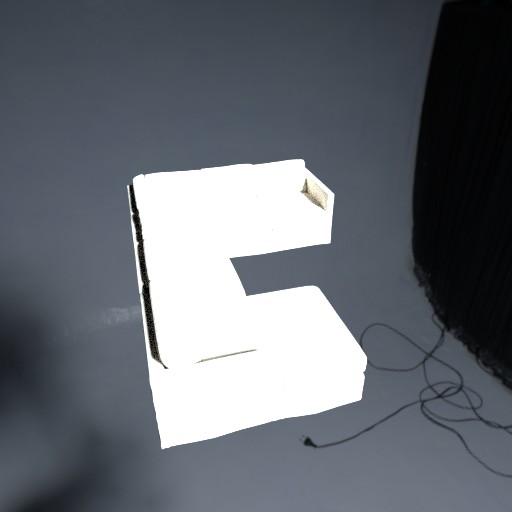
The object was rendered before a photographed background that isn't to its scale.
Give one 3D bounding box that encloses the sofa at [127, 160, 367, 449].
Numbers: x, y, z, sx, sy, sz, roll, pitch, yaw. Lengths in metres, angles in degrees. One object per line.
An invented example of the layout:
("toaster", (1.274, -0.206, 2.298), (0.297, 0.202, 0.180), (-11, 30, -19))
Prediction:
("sofa", (0.000, 0.000, 4.647), (2.448, 0.882, 3.464), (-9, 33, -14))
